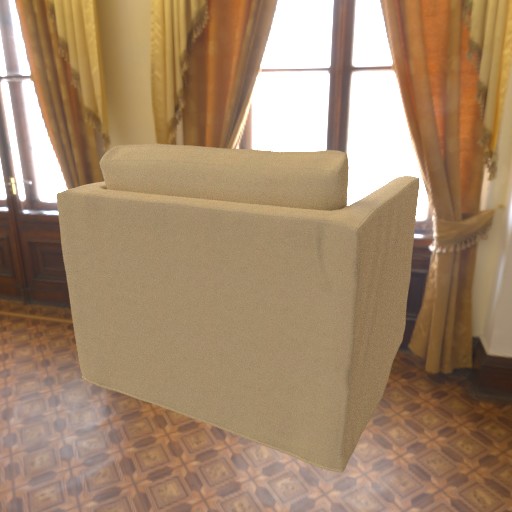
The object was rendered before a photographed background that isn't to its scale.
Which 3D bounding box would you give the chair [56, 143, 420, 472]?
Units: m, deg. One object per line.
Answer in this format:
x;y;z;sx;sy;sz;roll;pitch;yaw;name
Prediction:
0.000;0.000;1.703;1.057;0.851;0.947;9;19;26;chair
